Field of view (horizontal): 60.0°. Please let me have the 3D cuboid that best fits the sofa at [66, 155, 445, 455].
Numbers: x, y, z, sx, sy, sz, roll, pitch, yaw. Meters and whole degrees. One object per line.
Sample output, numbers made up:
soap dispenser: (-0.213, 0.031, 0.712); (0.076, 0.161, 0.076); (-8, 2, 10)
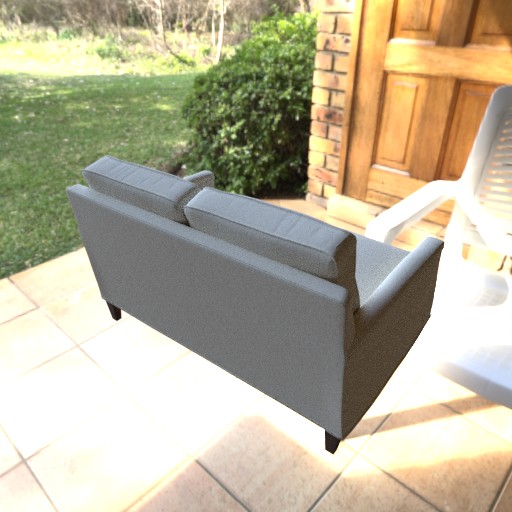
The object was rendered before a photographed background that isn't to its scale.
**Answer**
sofa: (0.000, 0.000, 2.273); (1.597, 1.003, 1.084); (22, 37, 31)
